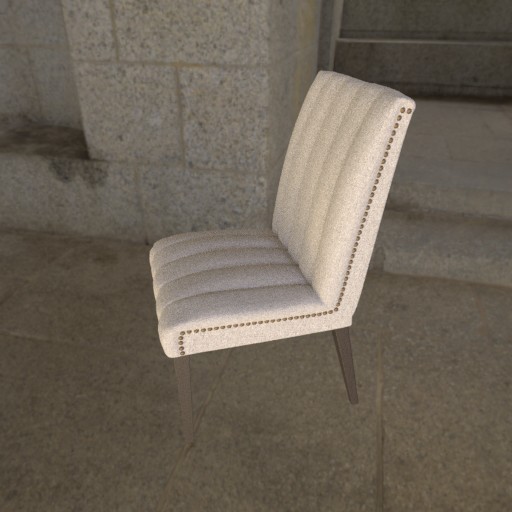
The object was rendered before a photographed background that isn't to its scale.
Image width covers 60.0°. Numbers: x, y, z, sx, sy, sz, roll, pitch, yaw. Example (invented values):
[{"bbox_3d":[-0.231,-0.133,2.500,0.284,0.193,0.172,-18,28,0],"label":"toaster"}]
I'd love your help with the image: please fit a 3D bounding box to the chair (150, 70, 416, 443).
[{"bbox_3d":[0.000,0.000,1.385,0.647,1.016,0.511,-8,30,-13],"label":"chair"}]
